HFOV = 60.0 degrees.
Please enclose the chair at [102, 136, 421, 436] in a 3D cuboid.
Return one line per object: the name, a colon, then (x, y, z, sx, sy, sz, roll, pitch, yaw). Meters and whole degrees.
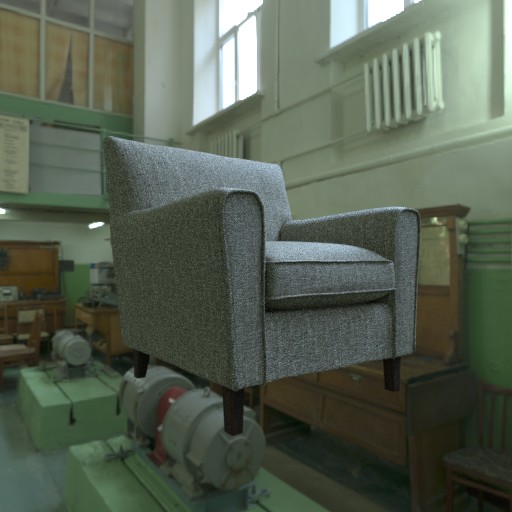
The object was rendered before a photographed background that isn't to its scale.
chair: (0.000, 0.000, 1.624, 0.864, 0.928, 0.873, 1, -1, -36)
